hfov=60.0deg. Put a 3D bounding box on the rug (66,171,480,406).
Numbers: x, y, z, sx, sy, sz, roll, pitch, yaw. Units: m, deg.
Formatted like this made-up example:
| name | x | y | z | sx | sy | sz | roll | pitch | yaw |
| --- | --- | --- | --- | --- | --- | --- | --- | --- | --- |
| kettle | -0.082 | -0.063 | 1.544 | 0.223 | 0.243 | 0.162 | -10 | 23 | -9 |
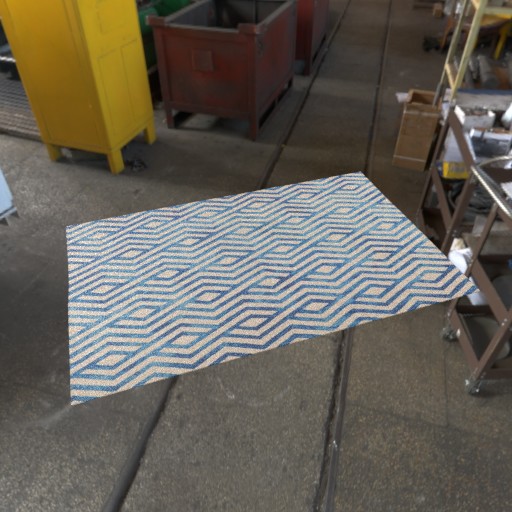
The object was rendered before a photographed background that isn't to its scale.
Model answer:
| name | x | y | z | sx | sy | sz | roll | pitch | yaw |
| --- | --- | --- | --- | --- | --- | --- | --- | --- | --- |
| rug | 0.000 | 0.000 | 3.019 | 2.439 | 0.008 | 1.531 | -13 | 43 | -14 |
